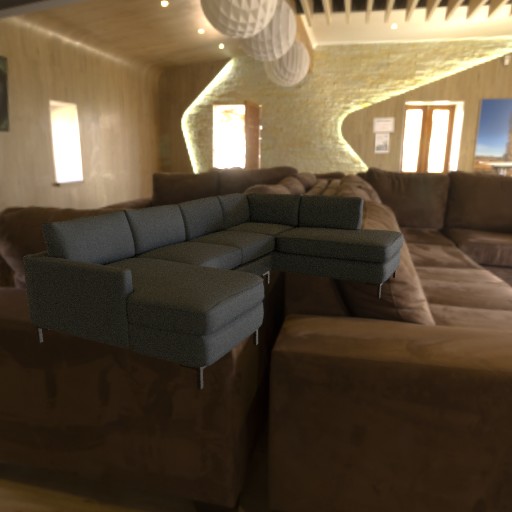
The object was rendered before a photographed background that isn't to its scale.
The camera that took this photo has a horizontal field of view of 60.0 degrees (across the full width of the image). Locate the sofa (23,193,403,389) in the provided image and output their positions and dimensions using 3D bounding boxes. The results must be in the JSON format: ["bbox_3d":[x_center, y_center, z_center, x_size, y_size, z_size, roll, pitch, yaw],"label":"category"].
[{"bbox_3d":[0.000,0.000,3.804,1.984,0.858,2.975,7,14,27],"label":"sofa"}]
